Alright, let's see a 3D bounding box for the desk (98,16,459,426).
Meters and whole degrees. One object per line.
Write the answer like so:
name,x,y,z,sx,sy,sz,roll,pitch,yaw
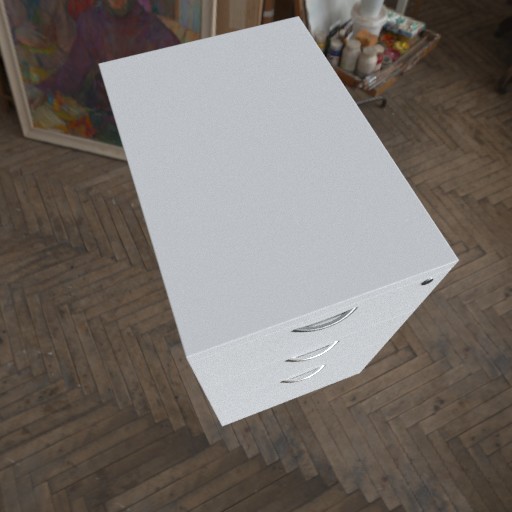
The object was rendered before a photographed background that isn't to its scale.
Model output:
desk,0.000,0.000,1.047,0.404,0.730,0.600,-18,64,-9
